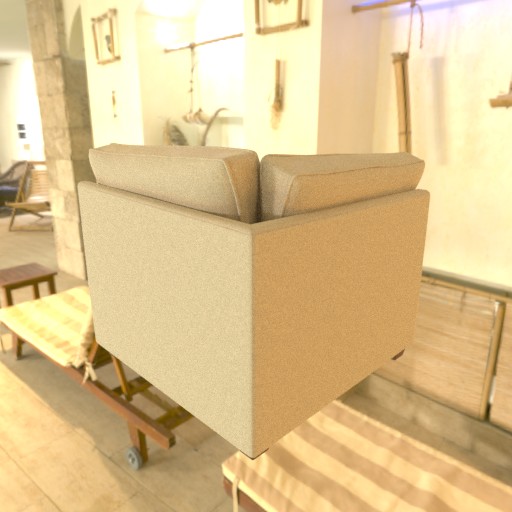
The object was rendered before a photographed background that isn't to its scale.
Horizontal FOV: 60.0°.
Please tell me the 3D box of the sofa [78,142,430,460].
[{"bbox_3d":[0.000,0.000,1.878,1.050,0.937,1.042,-15,22,-42],"label":"sofa"}]
